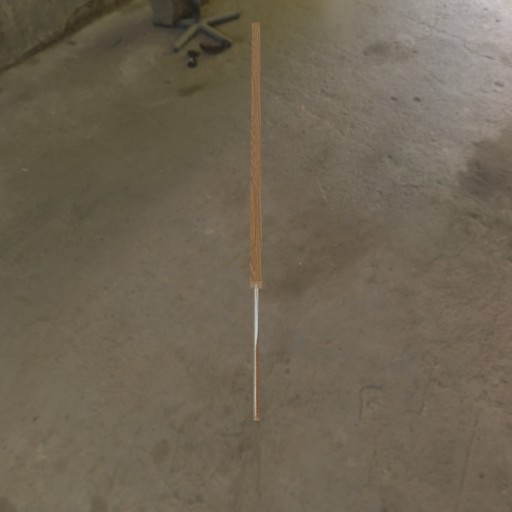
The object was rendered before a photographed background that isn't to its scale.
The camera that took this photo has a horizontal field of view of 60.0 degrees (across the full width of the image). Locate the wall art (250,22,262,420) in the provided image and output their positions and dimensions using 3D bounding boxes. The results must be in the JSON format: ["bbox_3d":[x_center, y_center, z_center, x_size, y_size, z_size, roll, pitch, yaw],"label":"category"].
[{"bbox_3d":[0.000,0.000,1.341,0.020,1.016,0.739,0,58,0],"label":"wall art"}]
